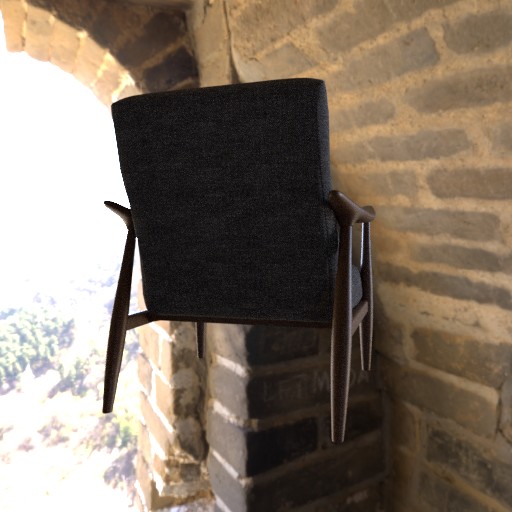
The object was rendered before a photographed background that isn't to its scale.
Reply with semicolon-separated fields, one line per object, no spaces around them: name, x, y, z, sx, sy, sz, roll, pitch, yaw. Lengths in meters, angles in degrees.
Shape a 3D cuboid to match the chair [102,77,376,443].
chair;0.000;0.000;1.428;0.741;0.832;0.798;0;0;17
